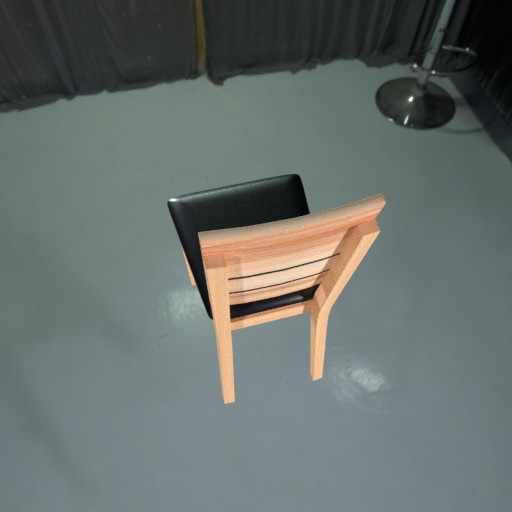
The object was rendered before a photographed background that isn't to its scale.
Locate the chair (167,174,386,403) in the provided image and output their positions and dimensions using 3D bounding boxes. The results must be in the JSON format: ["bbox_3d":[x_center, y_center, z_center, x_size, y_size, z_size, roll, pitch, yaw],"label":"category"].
[{"bbox_3d":[0.000,0.000,1.197,0.410,0.940,0.520,-13,58,-8],"label":"chair"}]
